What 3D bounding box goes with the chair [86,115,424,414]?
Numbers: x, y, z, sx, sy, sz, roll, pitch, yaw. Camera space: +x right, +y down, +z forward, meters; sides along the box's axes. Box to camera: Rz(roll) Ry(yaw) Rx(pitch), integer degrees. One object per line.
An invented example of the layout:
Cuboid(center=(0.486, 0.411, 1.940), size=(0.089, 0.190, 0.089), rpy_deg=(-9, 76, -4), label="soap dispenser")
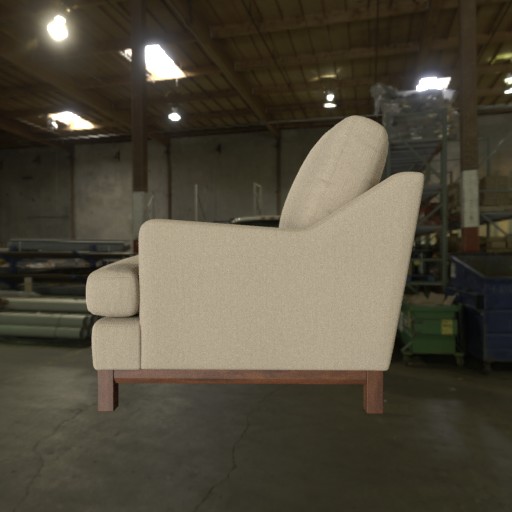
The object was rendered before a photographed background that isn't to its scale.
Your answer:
Cuboid(center=(0.000, 0.000, 1.728), size=(1.001, 0.916, 0.912), rpy_deg=(0, 1, 1), label="chair")
